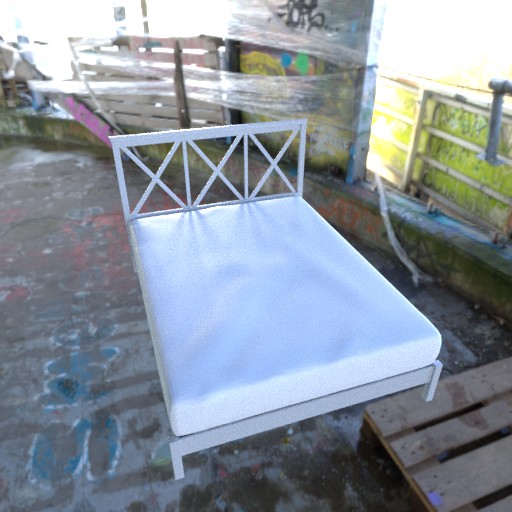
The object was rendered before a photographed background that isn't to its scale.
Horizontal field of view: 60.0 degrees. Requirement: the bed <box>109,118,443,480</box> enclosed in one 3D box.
[{"bbox_3d":[0.000,0.000,3.128,1.673,1.253,2.135,-10,33,-16],"label":"bed"}]
